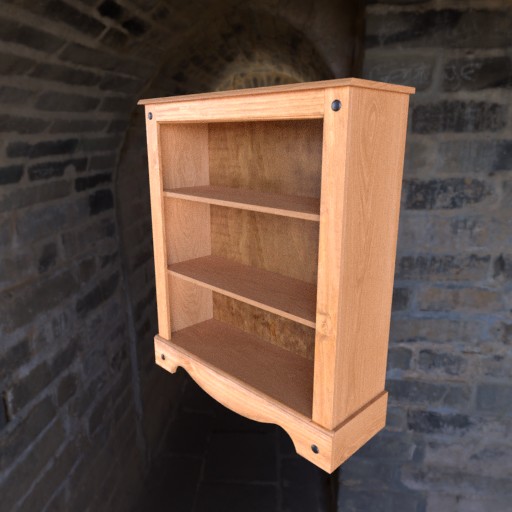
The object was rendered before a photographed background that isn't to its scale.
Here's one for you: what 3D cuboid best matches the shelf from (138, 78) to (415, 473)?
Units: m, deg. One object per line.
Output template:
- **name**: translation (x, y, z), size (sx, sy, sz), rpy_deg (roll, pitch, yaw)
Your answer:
- **shelf**: translation (0.000, 0.000, 1.428), size (0.291, 0.980, 0.840), rpy_deg (-15, 21, -43)
